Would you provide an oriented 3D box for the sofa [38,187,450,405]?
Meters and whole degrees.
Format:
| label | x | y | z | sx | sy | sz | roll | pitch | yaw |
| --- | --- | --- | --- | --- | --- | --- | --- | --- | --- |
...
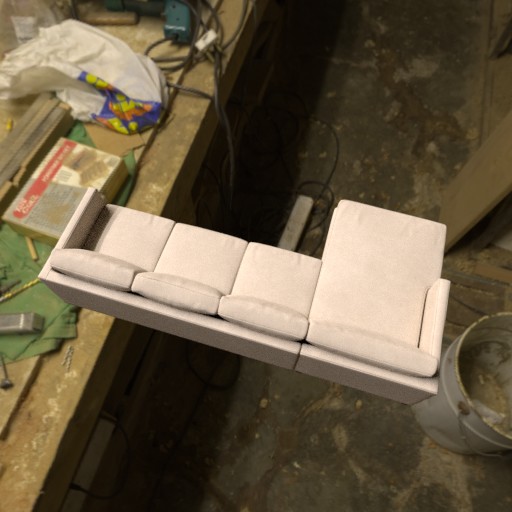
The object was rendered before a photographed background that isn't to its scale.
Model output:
| label | x | y | z | sx | sy | sz | roll | pitch | yaw |
| --- | --- | --- | --- | --- | --- | --- | --- | --- | --- |
| sofa | 0.000 | 0.000 | 3.901 | 3.186 | 0.846 | 1.625 | 15 | 65 | 7 |
